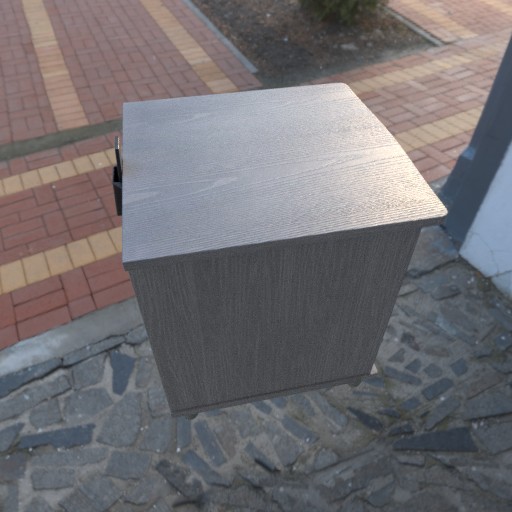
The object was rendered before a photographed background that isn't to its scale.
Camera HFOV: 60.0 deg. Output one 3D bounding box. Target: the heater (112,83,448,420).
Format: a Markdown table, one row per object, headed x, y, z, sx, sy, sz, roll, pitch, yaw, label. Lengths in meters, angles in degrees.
| x | y | z | sx | sy | sz | roll | pitch | yaw | label |
| --- | --- | --- | --- | --- | --- | --- | --- | --- | --- |
| 0.000 | 0.000 | 0.754 | 0.400 | 0.481 | 0.362 | -8 | 46 | -8 | heater |
